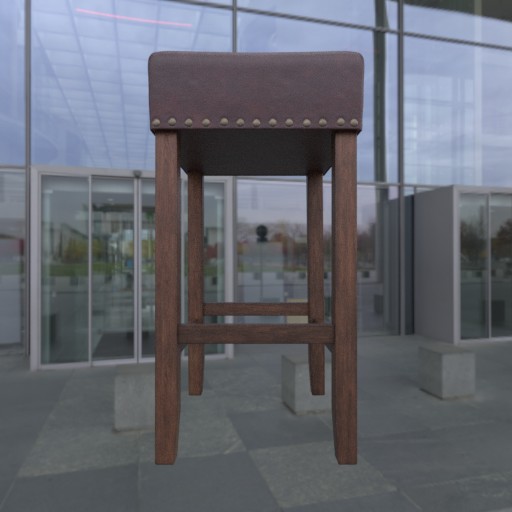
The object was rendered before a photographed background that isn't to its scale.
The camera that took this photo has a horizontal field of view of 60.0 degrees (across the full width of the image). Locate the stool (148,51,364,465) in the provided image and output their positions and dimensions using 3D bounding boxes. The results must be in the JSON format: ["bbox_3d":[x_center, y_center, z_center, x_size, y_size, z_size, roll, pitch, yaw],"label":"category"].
[{"bbox_3d":[0.000,0.000,1.033,0.401,0.769,0.465,0,0,0],"label":"stool"}]
